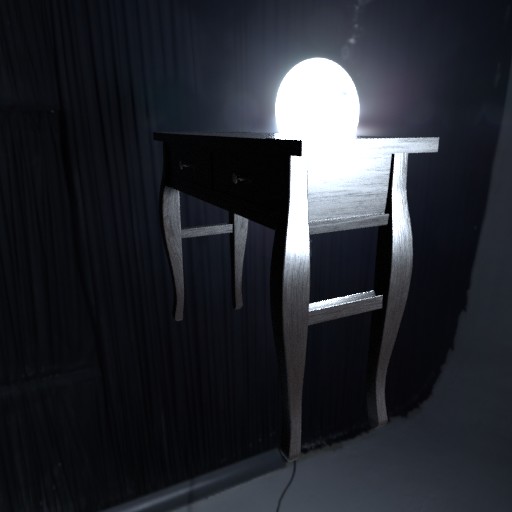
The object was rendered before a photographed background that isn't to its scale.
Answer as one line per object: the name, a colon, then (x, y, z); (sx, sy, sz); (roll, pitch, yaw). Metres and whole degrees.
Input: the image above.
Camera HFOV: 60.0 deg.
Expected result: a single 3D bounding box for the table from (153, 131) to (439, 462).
table: (0.000, 0.000, 1.448); (0.373, 0.768, 1.062); (-8, 18, -26)
